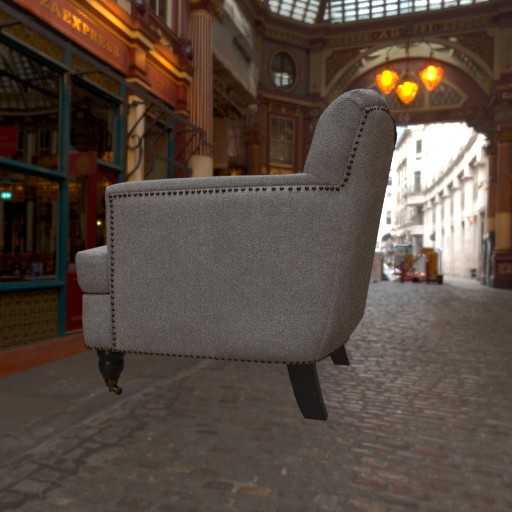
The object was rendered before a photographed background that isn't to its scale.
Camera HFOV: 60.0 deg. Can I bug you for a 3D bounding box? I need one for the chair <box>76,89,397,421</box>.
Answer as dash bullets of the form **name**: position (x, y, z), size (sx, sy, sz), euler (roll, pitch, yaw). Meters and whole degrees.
- **chair**: position (0.000, 0.000, 1.486), size (0.902, 0.823, 0.737), euler (0, 0, 17)
